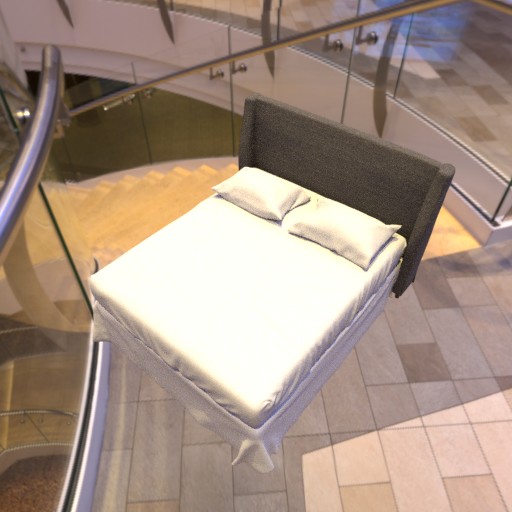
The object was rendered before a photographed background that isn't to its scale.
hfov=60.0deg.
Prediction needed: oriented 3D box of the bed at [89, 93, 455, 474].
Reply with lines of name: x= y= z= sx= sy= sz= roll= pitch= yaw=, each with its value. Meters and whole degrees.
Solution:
bed: x=0.000 y=0.000 z=3.464 sx=1.925 sy=1.332 sz=2.276 roll=30 pitch=52 yaw=27
